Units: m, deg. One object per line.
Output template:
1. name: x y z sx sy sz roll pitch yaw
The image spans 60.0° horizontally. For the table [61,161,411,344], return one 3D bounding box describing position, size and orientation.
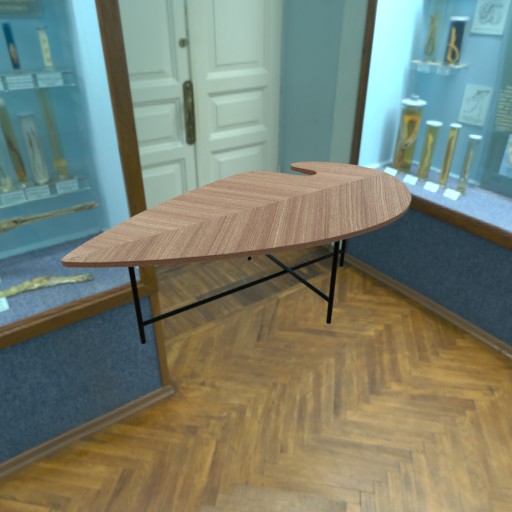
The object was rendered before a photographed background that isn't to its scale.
1. table: 0.000 0.000 1.515 1.199 0.360 0.598 -18 35 -28
